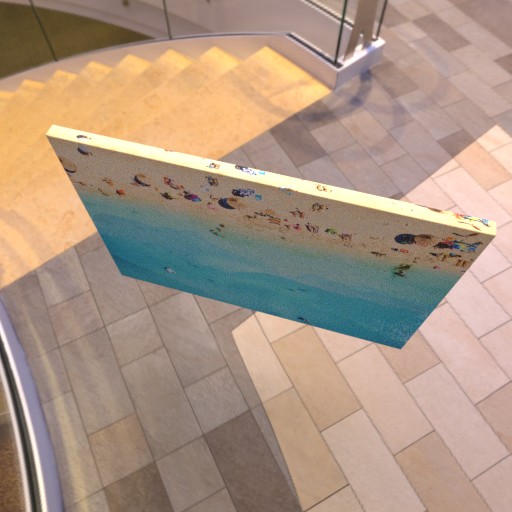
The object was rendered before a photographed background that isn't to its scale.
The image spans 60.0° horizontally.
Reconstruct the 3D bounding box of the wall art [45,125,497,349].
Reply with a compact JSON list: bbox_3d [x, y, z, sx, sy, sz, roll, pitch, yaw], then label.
[{"bbox_3d":[0.000,0.000,1.415,1.136,0.769,0.040,14,60,8],"label":"wall art"}]
